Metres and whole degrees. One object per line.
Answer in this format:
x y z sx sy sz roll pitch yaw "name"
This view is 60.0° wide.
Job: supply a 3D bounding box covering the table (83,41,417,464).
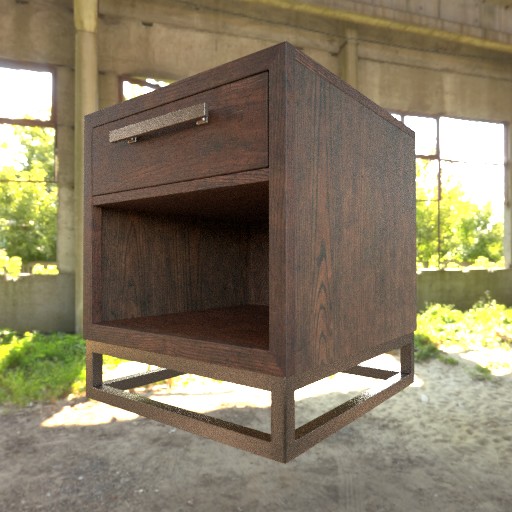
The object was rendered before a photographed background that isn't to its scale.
0.000 0.000 0.962 0.506 0.582 0.566 -1 -1 38 "table"
